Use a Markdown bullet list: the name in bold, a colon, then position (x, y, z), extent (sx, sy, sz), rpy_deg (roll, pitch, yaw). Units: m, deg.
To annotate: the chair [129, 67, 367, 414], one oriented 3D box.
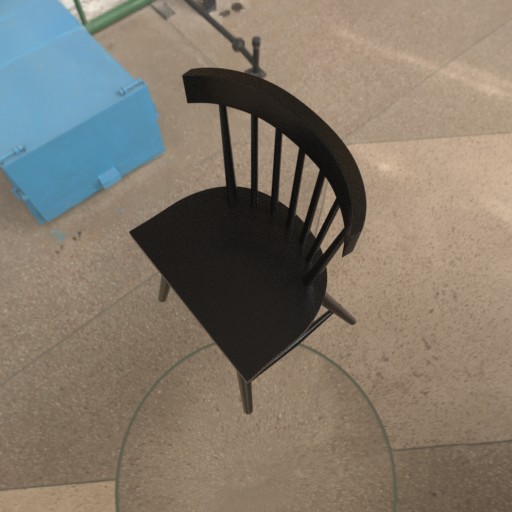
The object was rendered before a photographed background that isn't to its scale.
- **chair**: position (0.000, 0.000, 1.148), extent (0.483, 0.844, 0.506), rpy_deg (-36, 69, -16)
